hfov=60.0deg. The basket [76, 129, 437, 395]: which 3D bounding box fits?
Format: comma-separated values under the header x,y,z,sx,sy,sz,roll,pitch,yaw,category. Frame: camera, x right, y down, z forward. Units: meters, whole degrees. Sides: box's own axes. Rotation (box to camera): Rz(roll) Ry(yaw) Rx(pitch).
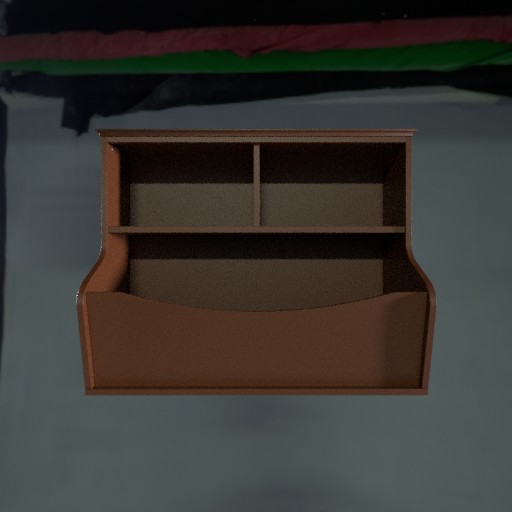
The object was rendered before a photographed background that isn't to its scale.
x,y,z,sx,sy,sz,roll,pitch,yaw,category
0.000,0.000,1.134,0.792,0.625,0.376,0,0,0,basket
